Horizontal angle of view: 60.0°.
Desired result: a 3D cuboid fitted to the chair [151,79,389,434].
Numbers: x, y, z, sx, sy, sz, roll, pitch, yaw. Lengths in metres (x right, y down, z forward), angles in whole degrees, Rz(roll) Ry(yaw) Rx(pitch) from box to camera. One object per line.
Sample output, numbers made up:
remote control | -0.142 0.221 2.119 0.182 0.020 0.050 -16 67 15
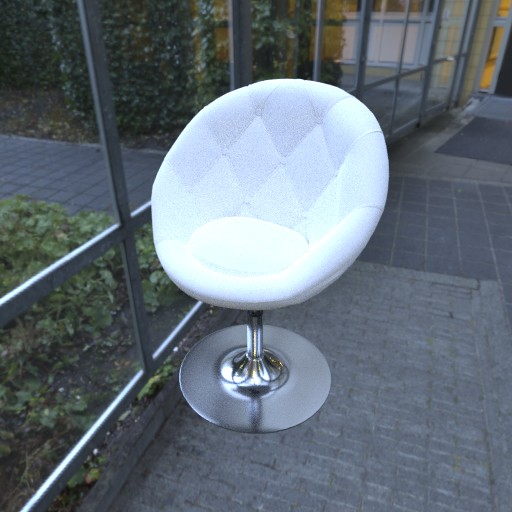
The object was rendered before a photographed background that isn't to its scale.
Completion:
chair | 0.000 0.000 1.780 0.940 1.261 0.736 18 34 28
